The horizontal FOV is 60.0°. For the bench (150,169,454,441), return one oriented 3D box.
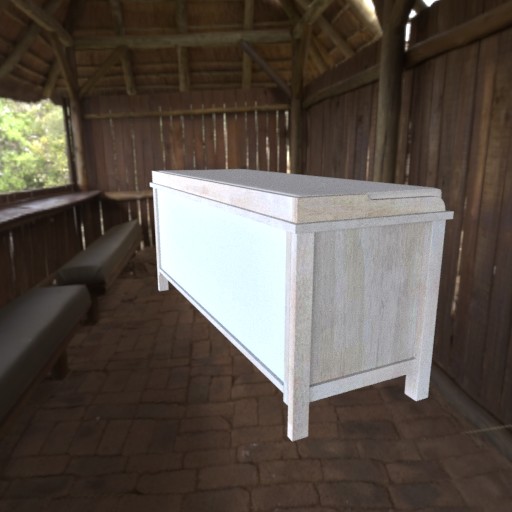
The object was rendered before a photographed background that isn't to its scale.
[{"bbox_3d":[0.000,0.000,1.421,0.398,0.501,1.140,-7,15,-25],"label":"bench"}]
